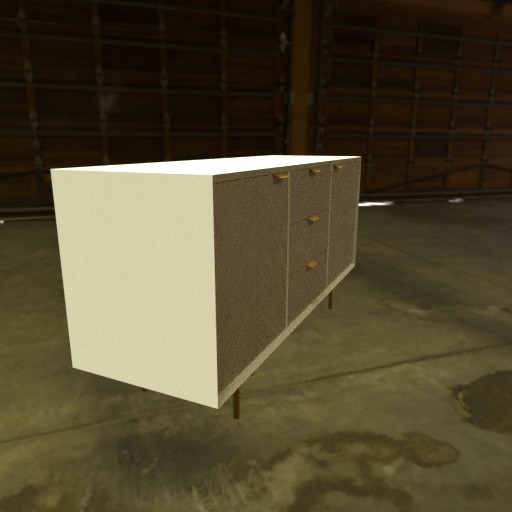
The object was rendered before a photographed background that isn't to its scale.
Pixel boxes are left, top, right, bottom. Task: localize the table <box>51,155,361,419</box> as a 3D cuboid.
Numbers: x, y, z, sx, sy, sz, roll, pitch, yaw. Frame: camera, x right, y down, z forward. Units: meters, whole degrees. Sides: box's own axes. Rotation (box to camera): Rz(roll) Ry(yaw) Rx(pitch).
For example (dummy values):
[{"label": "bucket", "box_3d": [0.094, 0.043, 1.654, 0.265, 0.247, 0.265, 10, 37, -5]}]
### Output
[{"label": "table", "box_3d": [0.000, 0.000, 1.834, 0.508, 0.769, 1.500, 7, 16, 24]}]
